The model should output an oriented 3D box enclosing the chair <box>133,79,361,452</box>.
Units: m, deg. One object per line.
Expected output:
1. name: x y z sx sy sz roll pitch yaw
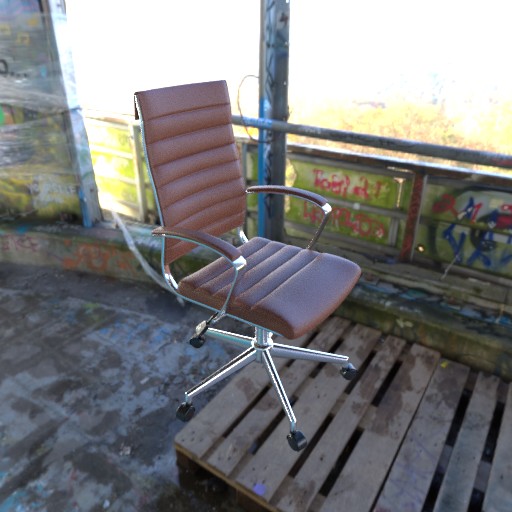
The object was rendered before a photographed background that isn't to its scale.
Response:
1. chair: 0.000 0.000 1.642 0.739 1.149 0.766 19 33 31
